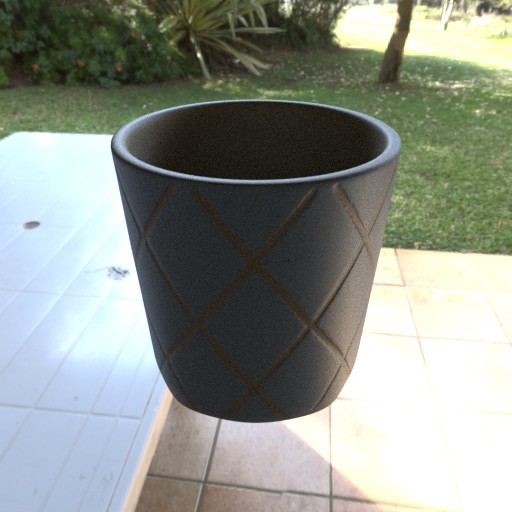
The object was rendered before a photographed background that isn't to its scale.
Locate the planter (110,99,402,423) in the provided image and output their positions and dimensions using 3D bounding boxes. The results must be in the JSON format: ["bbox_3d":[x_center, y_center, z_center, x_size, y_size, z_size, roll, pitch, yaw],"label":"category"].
[{"bbox_3d":[0.000,0.000,0.352,0.191,0.200,0.191,0,32,0],"label":"planter"}]
